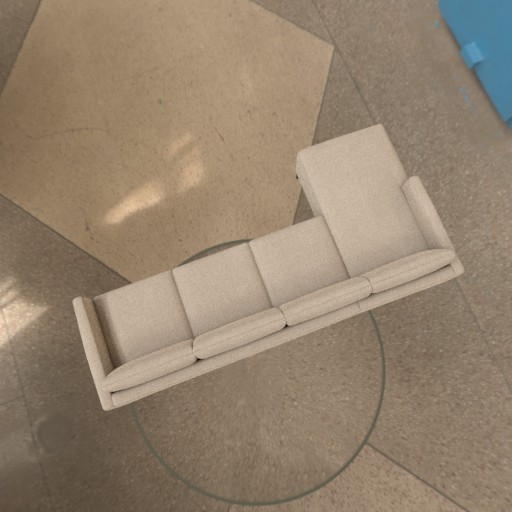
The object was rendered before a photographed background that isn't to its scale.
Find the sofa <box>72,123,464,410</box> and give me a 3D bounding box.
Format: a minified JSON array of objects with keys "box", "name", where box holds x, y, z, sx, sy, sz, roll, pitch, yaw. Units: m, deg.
[{"box":[0.000,0.000,3.633,2.923,0.816,1.469,-20,77,-5],"name":"sofa"}]
